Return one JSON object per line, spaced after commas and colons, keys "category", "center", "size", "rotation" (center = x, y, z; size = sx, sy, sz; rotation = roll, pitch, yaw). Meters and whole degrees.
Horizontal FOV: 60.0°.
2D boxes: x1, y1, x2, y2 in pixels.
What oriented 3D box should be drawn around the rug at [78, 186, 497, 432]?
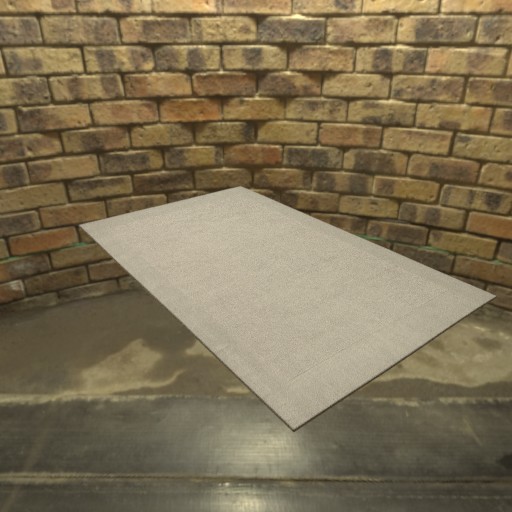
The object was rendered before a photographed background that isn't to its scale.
{"category": "rug", "center": [0.000, 0.000, 2.918], "size": [1.524, 0.014, 2.438], "rotation": [-20, 33, -33]}
